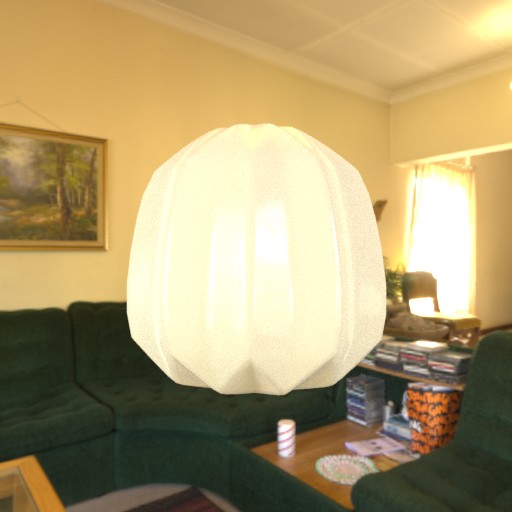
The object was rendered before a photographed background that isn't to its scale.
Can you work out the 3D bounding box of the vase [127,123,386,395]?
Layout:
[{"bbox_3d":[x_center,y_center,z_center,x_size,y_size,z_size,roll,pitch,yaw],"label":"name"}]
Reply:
[{"bbox_3d":[0.000,0.000,0.246,0.139,0.134,0.139,0,0,0],"label":"vase"}]
